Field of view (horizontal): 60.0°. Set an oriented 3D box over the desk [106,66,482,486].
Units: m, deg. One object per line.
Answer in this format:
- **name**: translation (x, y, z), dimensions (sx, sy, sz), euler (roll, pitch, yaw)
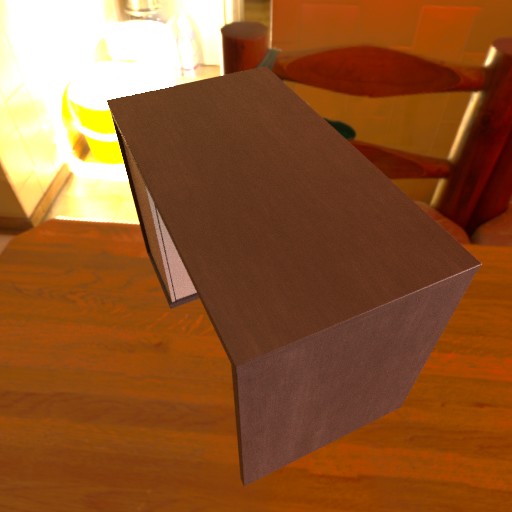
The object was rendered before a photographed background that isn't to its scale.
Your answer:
- **desk**: translation (0.000, 0.000, 1.515), dimensions (0.600, 0.750, 1.100), euler (-19, 50, -17)
